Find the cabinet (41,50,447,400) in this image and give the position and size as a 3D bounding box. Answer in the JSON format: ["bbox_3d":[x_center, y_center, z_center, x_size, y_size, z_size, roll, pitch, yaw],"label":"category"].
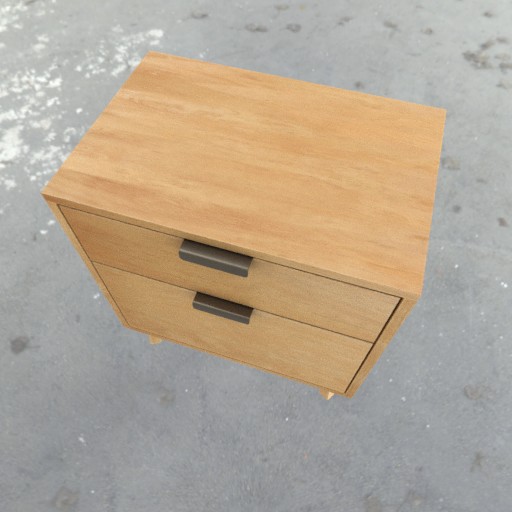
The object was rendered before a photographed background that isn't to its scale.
[{"bbox_3d":[0.000,0.000,0.947,0.551,0.599,0.394,15,59,10],"label":"cabinet"}]
